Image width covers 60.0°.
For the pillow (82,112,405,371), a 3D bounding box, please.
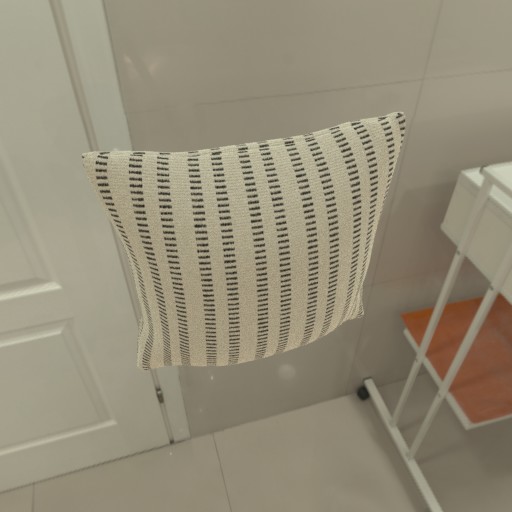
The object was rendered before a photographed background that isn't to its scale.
[{"bbox_3d":[0.000,0.000,0.700,0.438,0.419,0.247,-11,42,-13],"label":"pillow"}]
